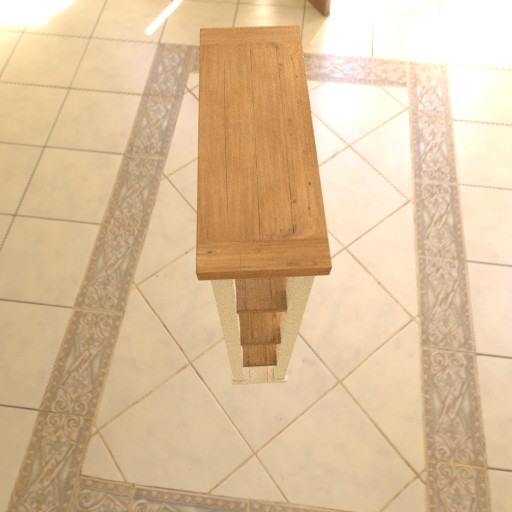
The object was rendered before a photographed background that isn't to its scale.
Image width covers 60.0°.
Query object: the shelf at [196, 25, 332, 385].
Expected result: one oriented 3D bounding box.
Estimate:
[{"bbox_3d":[0.000,0.000,2.303,0.381,1.878,1.022,-2,64,-1],"label":"shelf"}]
